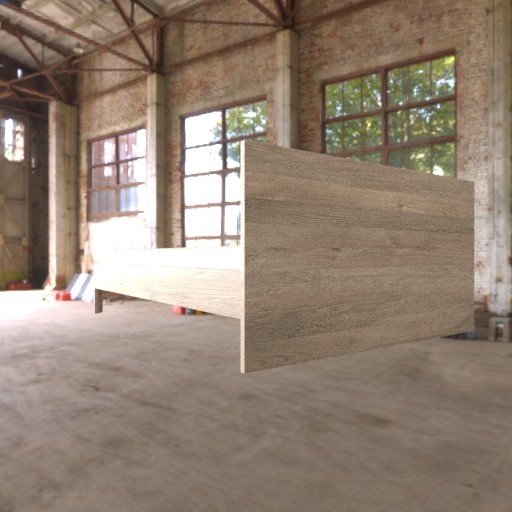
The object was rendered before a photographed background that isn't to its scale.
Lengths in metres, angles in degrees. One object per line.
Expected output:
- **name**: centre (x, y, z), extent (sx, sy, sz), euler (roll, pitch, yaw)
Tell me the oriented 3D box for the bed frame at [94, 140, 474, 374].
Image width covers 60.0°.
- **bed frame**: centre (0.000, 0.000, 2.742), extent (1.490, 0.800, 1.950), euler (0, 0, -36)
